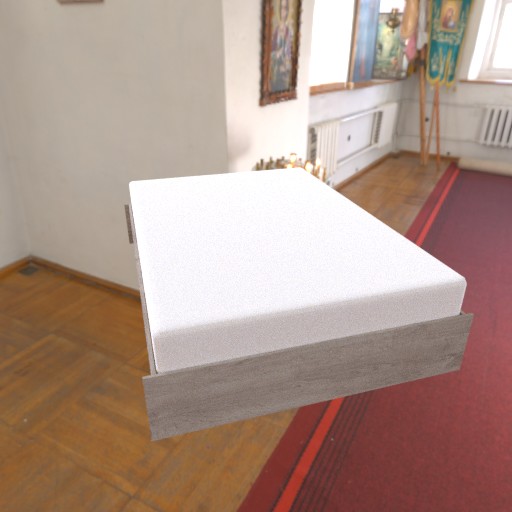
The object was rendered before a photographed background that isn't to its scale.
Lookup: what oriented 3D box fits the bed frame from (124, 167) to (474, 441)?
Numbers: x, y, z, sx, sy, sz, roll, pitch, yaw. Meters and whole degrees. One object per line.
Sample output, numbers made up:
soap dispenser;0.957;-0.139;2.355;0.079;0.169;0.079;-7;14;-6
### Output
bed frame;0.000;0.000;2.654;1.445;0.497;1.945;-8;27;-15
